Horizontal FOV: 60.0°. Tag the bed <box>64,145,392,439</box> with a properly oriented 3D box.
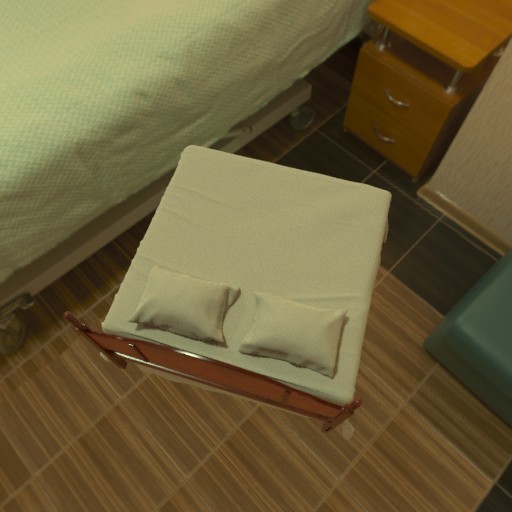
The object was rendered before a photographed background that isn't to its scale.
[{"bbox_3d":[0.000,0.000,3.739,2.322,1.355,2.219,15,64,8],"label":"bed"}]
